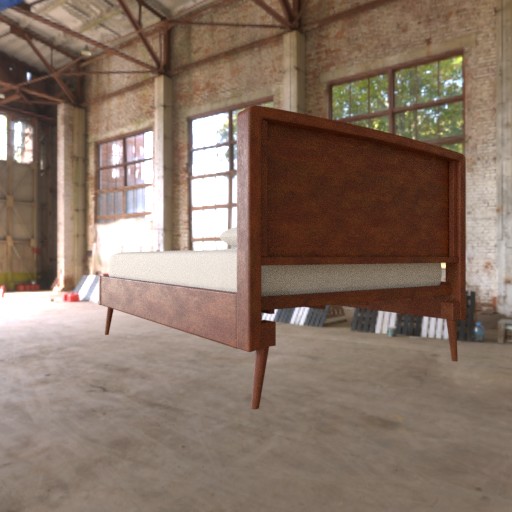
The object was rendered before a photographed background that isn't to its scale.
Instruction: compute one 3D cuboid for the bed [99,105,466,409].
[{"bbox_3d":[0.000,0.000,3.146,1.587,1.275,2.196,0,0,-35],"label":"bed"}]
